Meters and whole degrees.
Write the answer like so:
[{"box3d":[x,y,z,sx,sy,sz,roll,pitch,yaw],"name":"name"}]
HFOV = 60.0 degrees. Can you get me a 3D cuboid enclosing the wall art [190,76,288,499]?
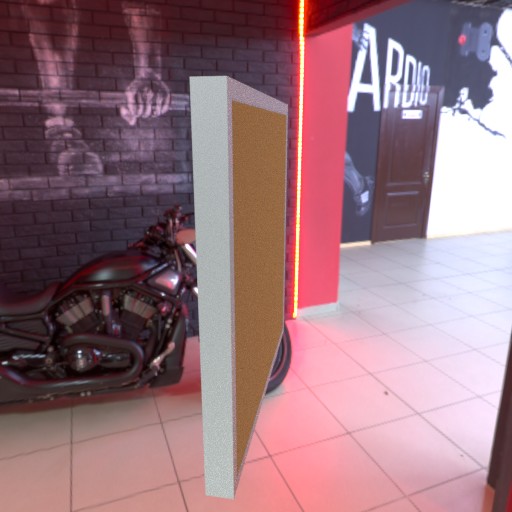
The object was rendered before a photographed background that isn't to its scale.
[{"box3d":[0.000,0.000,0.742,0.038,0.506,0.506,3,16,10],"name":"wall art"}]
